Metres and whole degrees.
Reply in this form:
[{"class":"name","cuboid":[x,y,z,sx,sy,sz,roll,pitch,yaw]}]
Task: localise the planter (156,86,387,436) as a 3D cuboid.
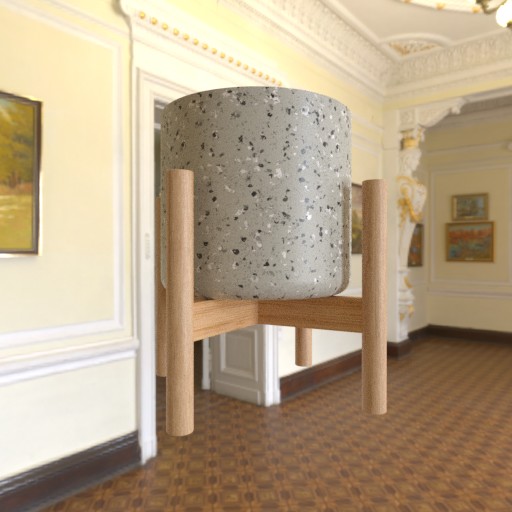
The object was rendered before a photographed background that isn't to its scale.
[{"class":"planter","cuboid":[0.000,0.000,0.528,0.284,0.320,0.284,0,0,-38]}]
